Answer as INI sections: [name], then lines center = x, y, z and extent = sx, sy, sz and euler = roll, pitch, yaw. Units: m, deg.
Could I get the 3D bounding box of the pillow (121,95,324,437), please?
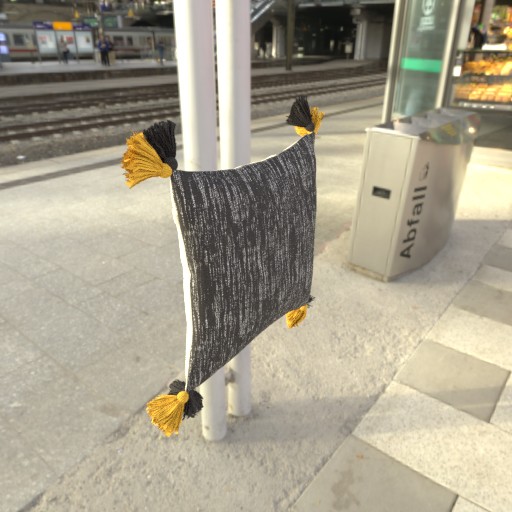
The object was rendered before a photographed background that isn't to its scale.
[pillow]
center = 0.000, 0.000, 1.007
extent = 0.139, 0.659, 0.654
euler = 18, 31, 33
